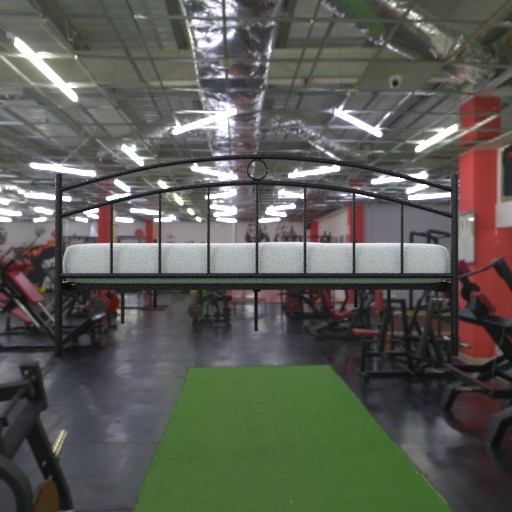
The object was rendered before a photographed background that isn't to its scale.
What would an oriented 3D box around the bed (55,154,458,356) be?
[{"bbox_3d":[0.000,0.000,3.073,1.880,0.940,2.040,0,0,0],"label":"bed"}]
